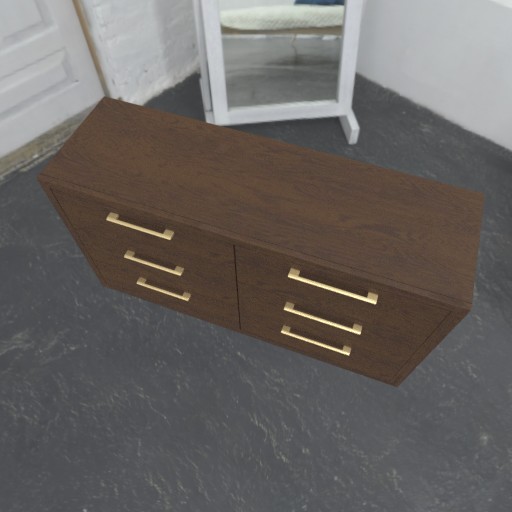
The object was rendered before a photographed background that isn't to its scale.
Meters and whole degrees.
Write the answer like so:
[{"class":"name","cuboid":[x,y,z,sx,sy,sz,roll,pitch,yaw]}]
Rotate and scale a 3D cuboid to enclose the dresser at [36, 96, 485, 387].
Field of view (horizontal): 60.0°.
[{"class":"dresser","cuboid":[0.000,0.000,1.940,1.523,0.889,0.512,17,59,11]}]
